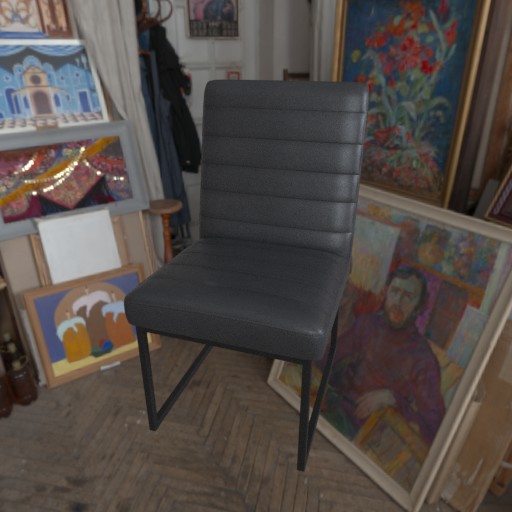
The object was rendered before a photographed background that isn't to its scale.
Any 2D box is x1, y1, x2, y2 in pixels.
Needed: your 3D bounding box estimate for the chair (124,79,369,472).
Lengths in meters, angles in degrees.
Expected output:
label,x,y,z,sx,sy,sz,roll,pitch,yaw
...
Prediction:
label,x,y,z,sx,sy,sz,roll,pitch,yaw
chair,0.000,0.000,1.298,0.520,0.930,0.634,8,26,16
